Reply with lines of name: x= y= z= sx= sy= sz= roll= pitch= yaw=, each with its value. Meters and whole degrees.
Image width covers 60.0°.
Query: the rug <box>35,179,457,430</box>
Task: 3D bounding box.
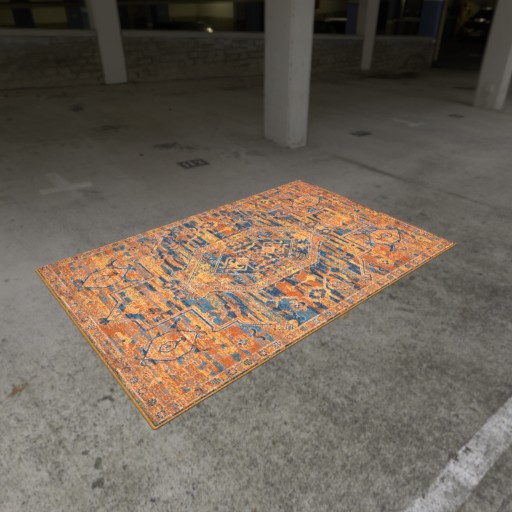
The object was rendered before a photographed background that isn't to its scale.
rug: x=0.000 y=0.000 z=2.189 sx=1.758 sy=0.013 sz=1.148 roll=-24 pitch=39 yaw=-33
